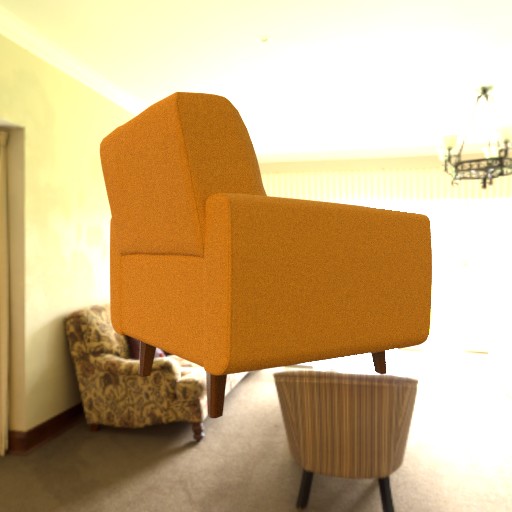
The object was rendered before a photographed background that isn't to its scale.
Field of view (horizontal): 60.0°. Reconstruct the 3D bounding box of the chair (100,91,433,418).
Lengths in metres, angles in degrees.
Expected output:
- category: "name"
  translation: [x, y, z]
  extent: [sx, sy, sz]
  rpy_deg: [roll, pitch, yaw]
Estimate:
- category: "chair"
  translation: [0.000, 0.000, 1.550]
  extent: [0.909, 0.841, 0.831]
  rpy_deg: [0, 1, -37]
